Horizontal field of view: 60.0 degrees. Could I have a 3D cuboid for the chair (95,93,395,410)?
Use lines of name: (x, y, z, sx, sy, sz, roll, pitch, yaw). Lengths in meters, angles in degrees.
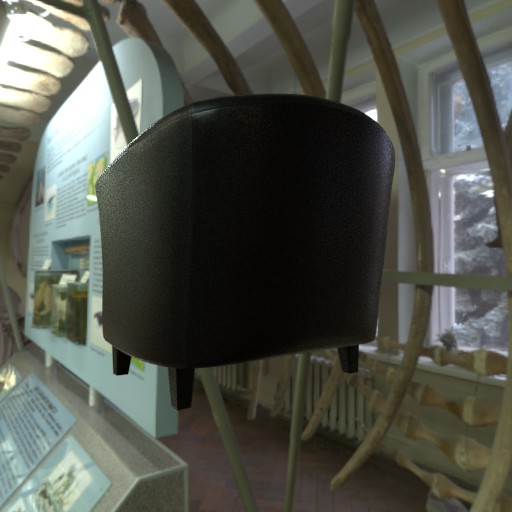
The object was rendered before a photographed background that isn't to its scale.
chair: (0.000, 0.000, 1.364, 0.793, 0.756, 0.727, 1, -2, -36)
